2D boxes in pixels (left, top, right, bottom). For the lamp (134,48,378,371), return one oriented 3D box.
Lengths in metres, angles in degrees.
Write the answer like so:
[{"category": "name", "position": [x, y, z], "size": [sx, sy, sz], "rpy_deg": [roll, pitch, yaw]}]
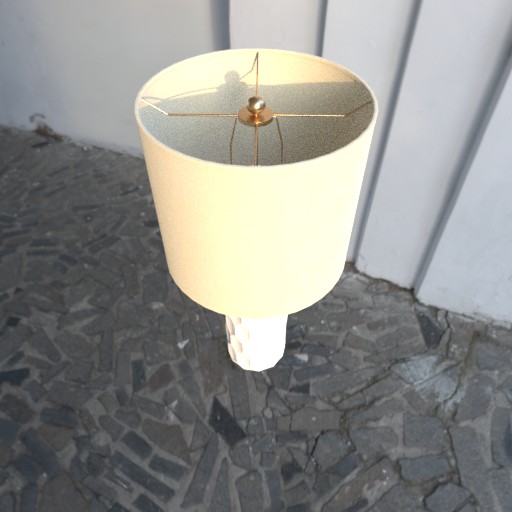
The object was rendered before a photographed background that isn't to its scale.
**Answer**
[{"category": "lamp", "position": [0.000, 0.000, 0.706], "size": [0.277, 0.537, 0.277], "rpy_deg": [31, 54, 26]}]
